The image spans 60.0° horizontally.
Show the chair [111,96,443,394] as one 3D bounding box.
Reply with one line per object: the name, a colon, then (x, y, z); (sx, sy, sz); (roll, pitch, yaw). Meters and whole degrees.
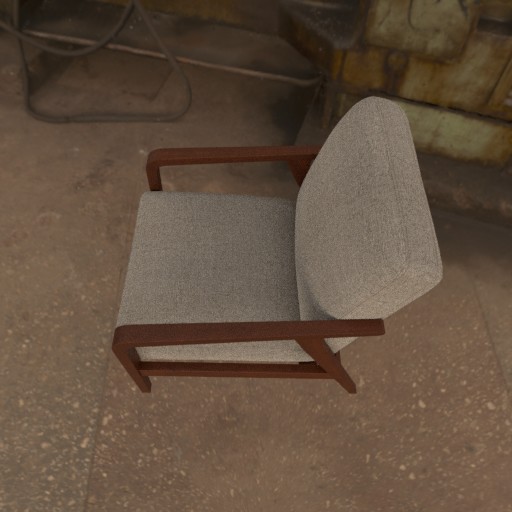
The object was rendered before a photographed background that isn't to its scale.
chair: (0.000, 0.000, 1.448); (0.858, 0.847, 0.704); (0, 58, 0)
